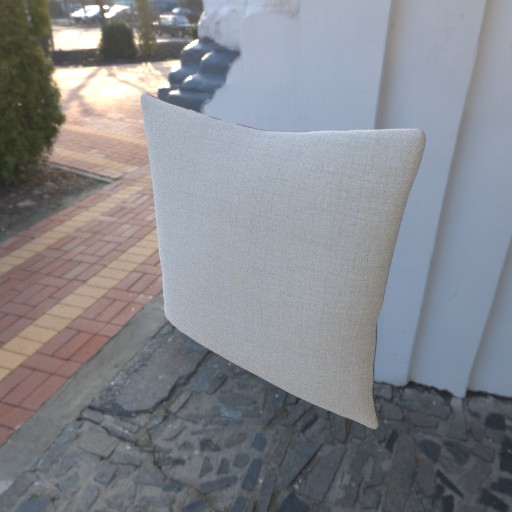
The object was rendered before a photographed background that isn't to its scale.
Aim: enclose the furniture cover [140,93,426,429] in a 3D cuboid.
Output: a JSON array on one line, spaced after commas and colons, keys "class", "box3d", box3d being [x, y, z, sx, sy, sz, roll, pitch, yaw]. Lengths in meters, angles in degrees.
[{"class": "furniture cover", "box3d": [0.000, 0.000, 0.644, 0.435, 0.420, 0.145, 20, 35, 32]}]
